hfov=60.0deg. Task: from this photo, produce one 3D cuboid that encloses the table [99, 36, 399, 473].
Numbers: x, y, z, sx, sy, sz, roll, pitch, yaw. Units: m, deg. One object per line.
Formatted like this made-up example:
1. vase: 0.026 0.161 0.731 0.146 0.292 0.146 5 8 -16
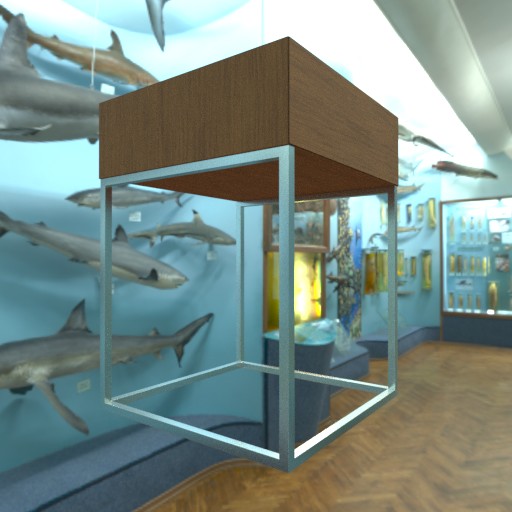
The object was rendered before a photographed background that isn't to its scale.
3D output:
1. table: 0.000 0.000 0.823 0.398 0.540 0.397 0 -1 37
